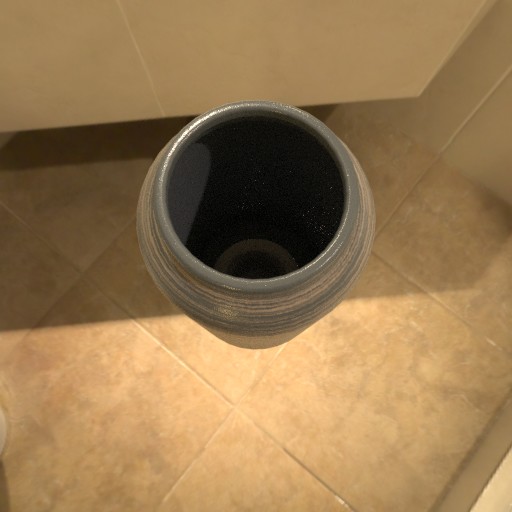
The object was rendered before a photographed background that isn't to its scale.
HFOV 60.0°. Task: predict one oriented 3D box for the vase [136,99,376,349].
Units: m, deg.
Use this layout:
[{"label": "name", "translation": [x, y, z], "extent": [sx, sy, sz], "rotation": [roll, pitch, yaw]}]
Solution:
[{"label": "vase", "translation": [0.000, 0.000, 0.295], "extent": [0.116, 0.230, 0.116], "rotation": [0, 76, 0]}]
